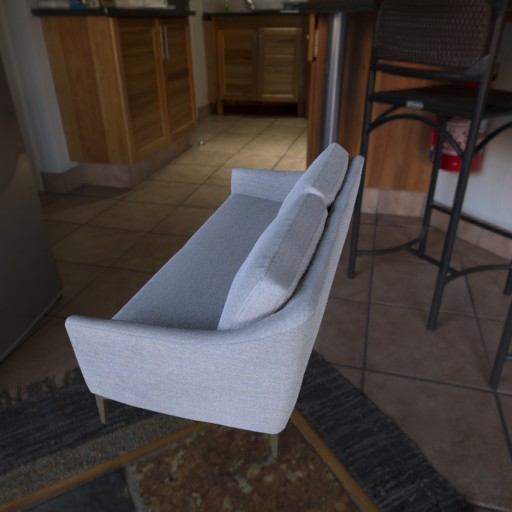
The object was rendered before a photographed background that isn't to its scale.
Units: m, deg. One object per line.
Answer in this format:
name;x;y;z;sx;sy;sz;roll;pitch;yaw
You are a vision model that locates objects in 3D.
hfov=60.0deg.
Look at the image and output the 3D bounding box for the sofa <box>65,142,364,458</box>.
sofa;0.000;0.000;2.537;0.980;0.913;2.036;9;30;15
